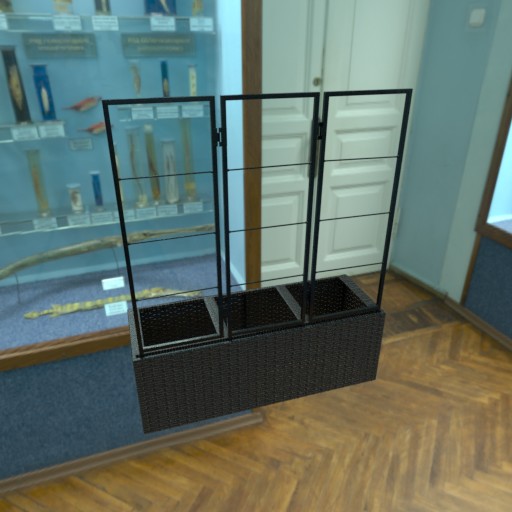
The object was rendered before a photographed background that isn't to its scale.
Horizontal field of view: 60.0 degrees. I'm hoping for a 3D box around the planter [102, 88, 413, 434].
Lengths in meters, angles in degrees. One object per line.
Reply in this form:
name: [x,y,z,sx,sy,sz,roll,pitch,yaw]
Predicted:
planter: [0.000,0.000,1.183,0.699,0.841,0.244,-8,27,-16]
